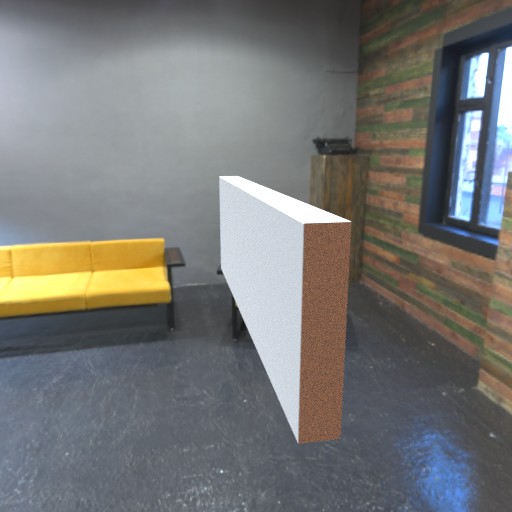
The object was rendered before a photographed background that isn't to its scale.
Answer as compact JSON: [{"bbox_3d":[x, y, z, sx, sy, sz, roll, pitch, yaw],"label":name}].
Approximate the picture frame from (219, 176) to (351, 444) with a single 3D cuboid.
[{"bbox_3d":[0.000,0.000,0.832,0.050,0.250,0.759,-3,14,-11],"label":"picture frame"}]
